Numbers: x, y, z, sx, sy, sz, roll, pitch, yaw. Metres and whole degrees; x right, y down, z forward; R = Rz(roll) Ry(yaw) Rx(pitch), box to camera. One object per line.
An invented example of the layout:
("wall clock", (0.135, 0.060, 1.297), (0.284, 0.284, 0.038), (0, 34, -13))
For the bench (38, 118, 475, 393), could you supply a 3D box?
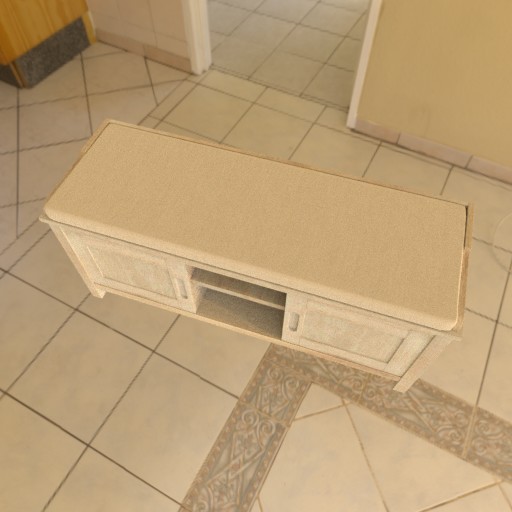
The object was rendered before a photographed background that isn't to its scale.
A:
("bench", (0.000, 0.000, 1.401), (1.140, 0.501, 0.398), (15, 57, 10))
